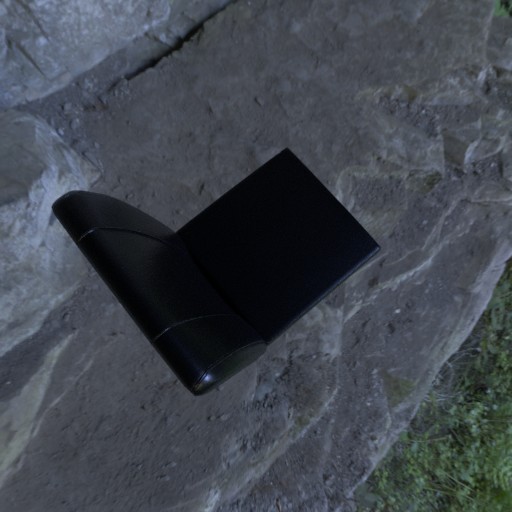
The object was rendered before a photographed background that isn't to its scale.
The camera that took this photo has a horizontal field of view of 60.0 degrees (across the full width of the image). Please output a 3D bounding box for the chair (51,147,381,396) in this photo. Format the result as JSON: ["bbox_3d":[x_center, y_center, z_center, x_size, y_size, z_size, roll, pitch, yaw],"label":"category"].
[{"bbox_3d":[0.000,0.000,1.139,0.556,0.897,0.399,-39,79,-9],"label":"chair"}]
